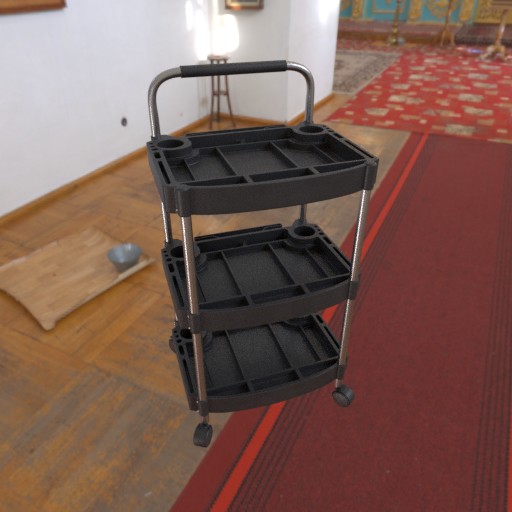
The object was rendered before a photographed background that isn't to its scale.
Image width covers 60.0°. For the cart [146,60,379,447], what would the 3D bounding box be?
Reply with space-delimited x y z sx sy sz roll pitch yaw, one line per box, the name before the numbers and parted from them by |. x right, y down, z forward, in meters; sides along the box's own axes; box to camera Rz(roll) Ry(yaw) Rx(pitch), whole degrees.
cart | 0.000 0.000 1.402 0.584 1.075 0.518 -10 34 -15
